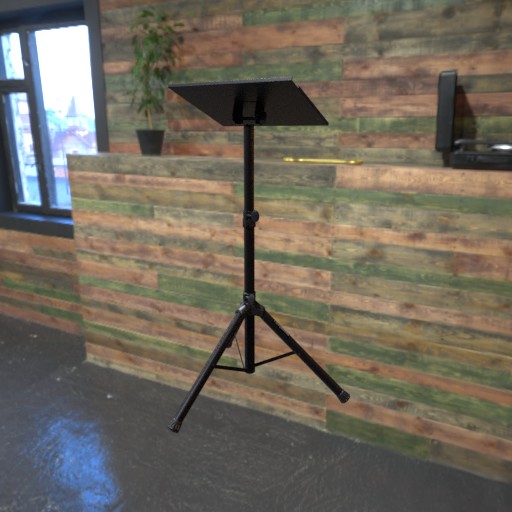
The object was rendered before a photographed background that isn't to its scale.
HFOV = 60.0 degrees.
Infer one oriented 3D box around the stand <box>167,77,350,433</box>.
[{"bbox_3d":[0.000,0.000,1.642,0.702,1.198,0.702,8,17,26],"label":"stand"}]
